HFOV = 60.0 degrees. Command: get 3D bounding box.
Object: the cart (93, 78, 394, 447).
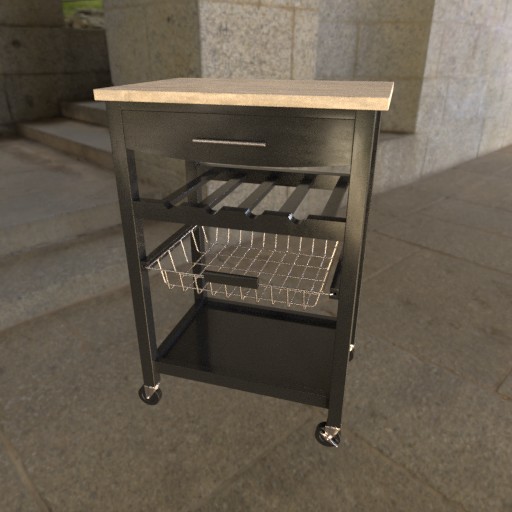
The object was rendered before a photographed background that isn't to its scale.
[{"bbox_3d":[0.000,0.000,1.164,0.584,0.839,0.403,7,26,15],"label":"cart"}]
